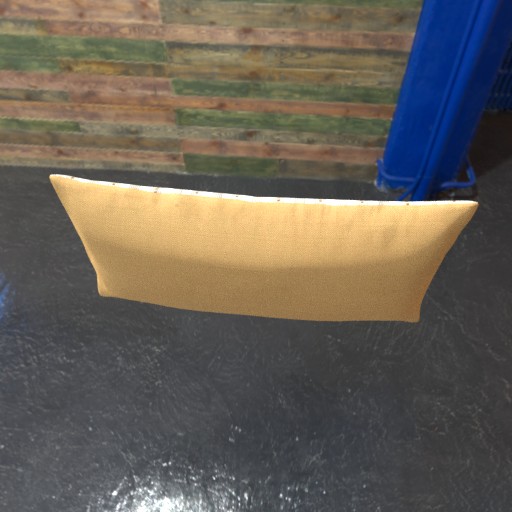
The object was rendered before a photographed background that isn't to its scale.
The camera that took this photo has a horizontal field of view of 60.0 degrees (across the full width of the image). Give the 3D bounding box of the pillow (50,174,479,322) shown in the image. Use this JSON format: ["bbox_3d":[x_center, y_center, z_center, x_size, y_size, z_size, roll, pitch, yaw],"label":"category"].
[{"bbox_3d":[0.000,0.000,0.731,0.608,0.291,0.151,4,48,4],"label":"pillow"}]
